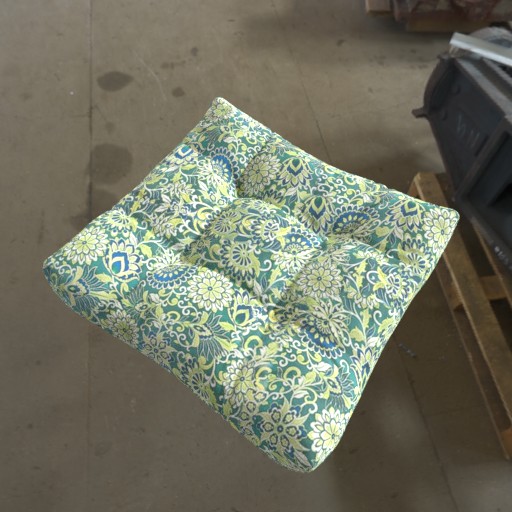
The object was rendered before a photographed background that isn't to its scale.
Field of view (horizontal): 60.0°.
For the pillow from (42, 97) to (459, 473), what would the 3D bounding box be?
[{"bbox_3d":[0.000,0.000,0.711,0.490,0.128,0.468,31,64,17],"label":"pillow"}]
